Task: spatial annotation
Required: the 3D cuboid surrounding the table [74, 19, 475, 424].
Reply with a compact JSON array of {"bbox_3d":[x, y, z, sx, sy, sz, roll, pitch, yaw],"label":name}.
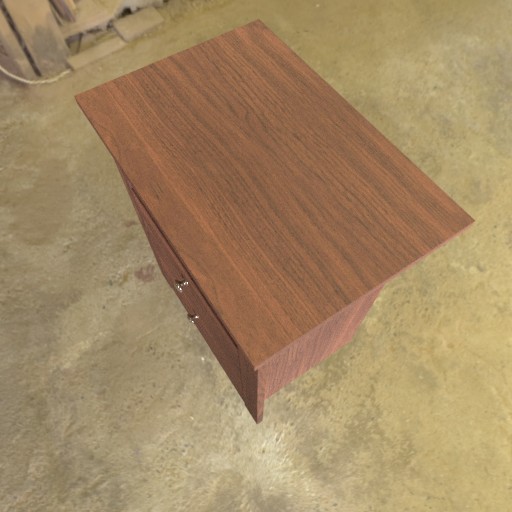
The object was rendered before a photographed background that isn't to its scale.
[{"bbox_3d":[0.000,0.000,1.047,0.406,0.711,0.589,-30,66,-15],"label":"table"}]
